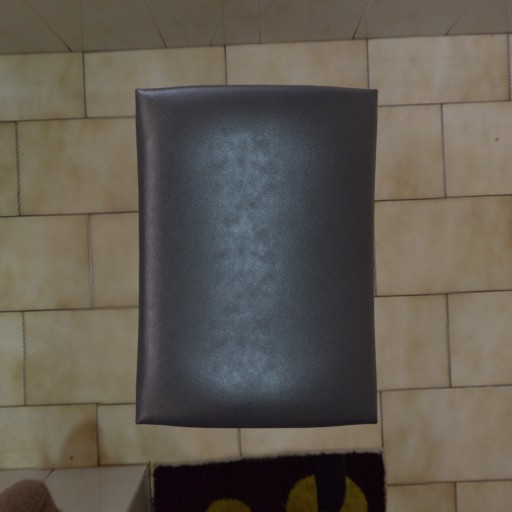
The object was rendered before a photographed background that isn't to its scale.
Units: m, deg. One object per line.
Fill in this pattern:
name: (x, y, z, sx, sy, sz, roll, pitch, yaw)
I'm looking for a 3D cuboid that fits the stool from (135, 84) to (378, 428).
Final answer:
stool: (0.000, 0.000, 0.942, 0.372, 0.654, 0.504, 0, 90, 0)
